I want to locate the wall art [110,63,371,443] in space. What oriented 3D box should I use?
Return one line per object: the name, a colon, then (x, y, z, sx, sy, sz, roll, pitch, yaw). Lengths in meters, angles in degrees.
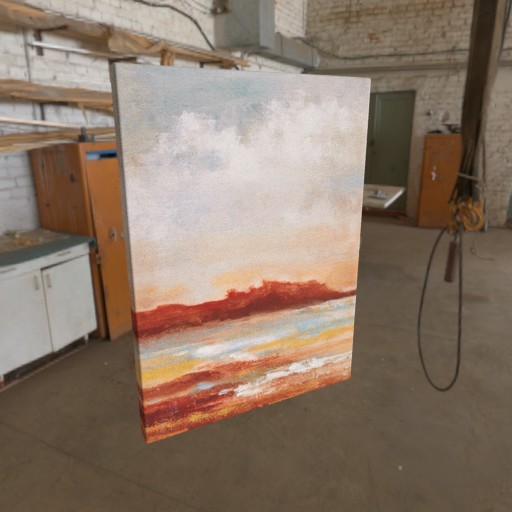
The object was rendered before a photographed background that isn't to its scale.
wall art: (0.000, 0.000, 0.786, 0.443, 0.605, 0.035, -9, 19, -26)
